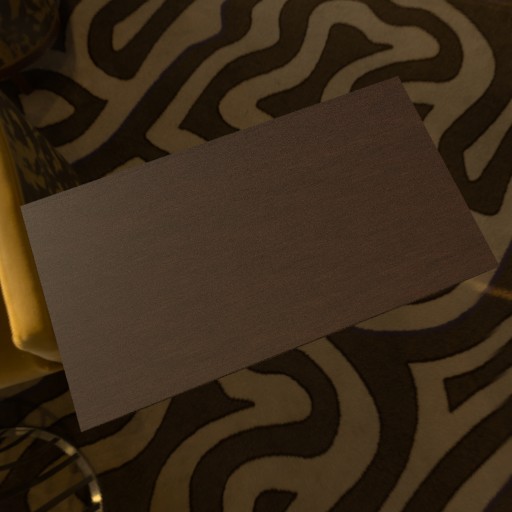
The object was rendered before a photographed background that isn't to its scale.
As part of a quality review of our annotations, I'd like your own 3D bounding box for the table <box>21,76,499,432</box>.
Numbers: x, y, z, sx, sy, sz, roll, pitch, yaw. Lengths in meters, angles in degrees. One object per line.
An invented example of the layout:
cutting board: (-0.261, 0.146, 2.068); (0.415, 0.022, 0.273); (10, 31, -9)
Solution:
table: (0.000, 0.000, 1.352); (1.099, 0.424, 0.597); (-20, 77, -5)
